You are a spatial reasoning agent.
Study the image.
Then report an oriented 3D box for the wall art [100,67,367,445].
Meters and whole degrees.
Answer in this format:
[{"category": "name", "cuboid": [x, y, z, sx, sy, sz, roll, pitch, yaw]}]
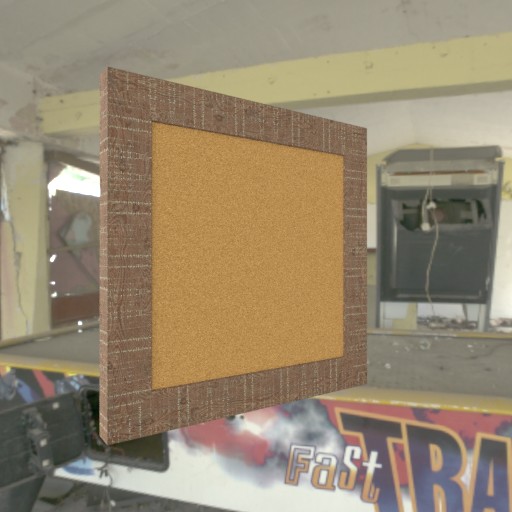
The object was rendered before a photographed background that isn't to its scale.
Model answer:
[{"category": "wall art", "cuboid": [0.000, 0.000, 0.787, 0.531, 0.531, 0.040, 0, 0, -34]}]
